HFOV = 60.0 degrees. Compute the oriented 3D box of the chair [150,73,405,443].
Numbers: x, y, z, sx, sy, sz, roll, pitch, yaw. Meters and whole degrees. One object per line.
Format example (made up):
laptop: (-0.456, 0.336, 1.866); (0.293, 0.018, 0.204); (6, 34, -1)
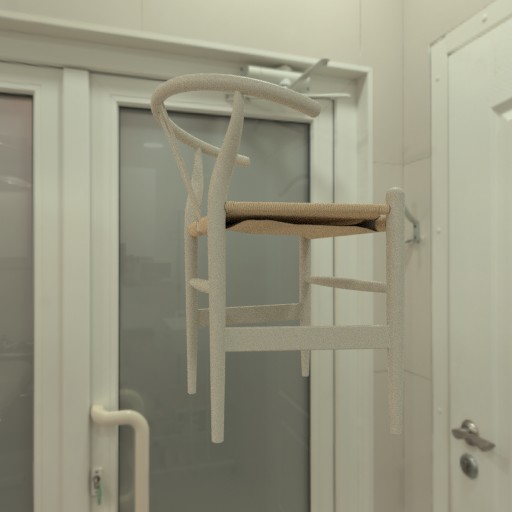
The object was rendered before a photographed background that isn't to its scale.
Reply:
chair: (0.000, 0.000, 1.078); (0.500, 0.736, 0.533); (0, 0, -17)
